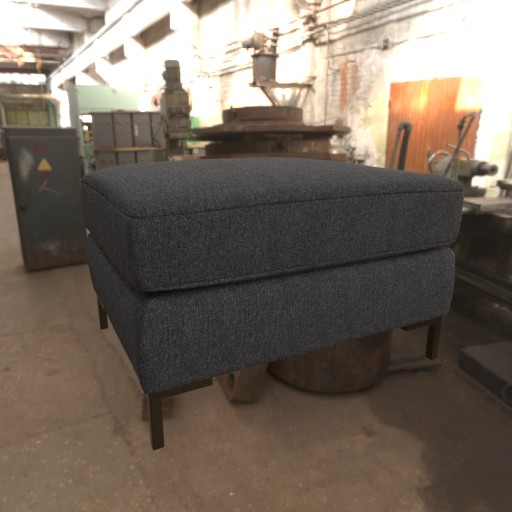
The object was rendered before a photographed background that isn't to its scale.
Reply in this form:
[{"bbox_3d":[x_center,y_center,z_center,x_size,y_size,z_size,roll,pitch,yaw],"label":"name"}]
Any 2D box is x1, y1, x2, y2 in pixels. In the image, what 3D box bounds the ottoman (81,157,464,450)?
[{"bbox_3d":[0.000,0.000,1.252,0.831,0.533,0.695,-8,18,-27],"label":"ottoman"}]
